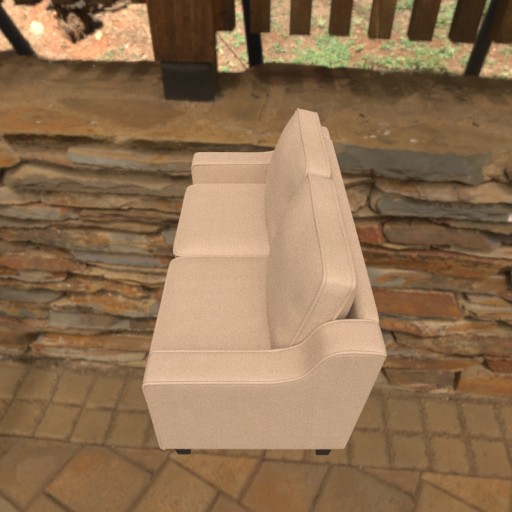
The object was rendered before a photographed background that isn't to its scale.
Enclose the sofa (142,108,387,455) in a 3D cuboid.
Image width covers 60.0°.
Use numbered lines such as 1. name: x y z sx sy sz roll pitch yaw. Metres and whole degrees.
1. sofa: 0.000 0.000 3.497 1.351 1.562 2.587 0 41 0
